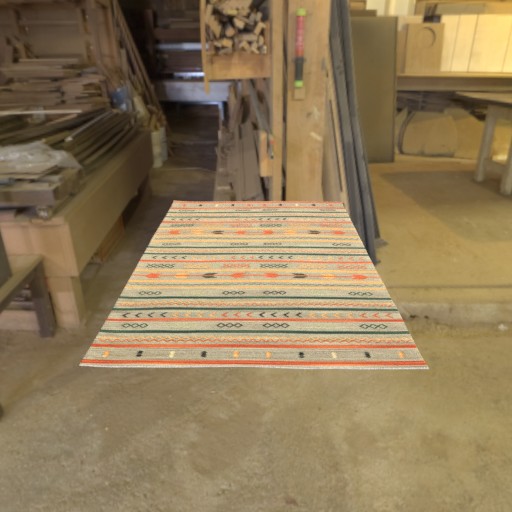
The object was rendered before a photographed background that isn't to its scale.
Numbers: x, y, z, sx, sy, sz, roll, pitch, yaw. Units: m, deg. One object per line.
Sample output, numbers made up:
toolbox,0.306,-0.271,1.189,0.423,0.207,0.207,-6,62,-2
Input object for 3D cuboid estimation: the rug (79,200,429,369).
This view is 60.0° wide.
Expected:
rug,0.000,0.000,2.369,1.220,0.017,1.835,0,25,1
